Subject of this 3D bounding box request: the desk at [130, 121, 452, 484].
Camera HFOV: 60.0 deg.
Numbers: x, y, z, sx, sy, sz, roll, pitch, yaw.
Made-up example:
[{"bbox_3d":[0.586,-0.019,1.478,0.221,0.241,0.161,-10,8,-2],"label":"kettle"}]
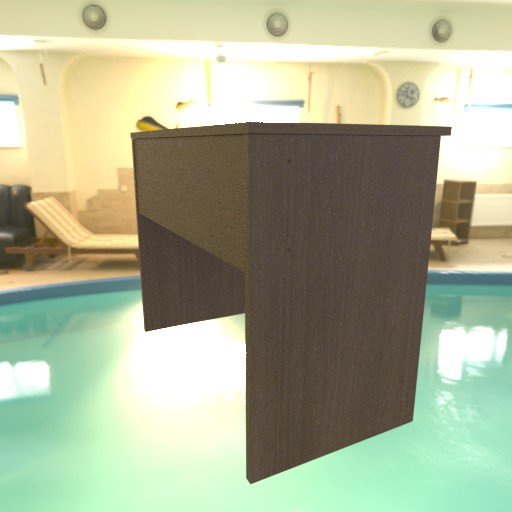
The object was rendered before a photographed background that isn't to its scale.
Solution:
[{"bbox_3d":[0.000,0.000,1.326,0.498,0.724,0.893,-7,16,-27],"label":"desk"}]
